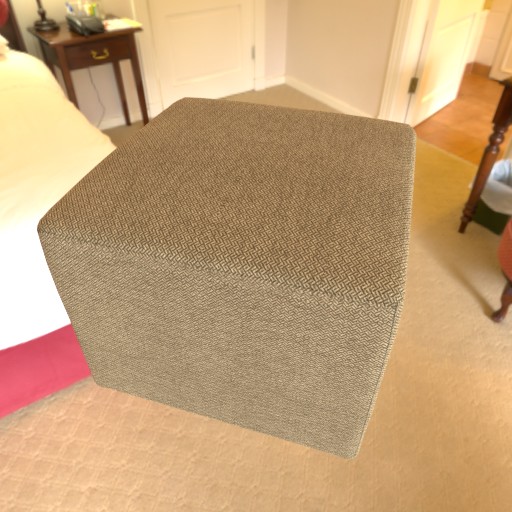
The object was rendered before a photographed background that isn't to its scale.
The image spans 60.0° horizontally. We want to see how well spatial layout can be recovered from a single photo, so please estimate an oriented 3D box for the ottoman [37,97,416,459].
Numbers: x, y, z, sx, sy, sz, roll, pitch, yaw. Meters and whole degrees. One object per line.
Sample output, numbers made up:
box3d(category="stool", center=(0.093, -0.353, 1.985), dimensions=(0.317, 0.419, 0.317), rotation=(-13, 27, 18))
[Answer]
box3d(category="ottoman", center=(0.000, 0.000, 0.866), dimensions=(0.519, 0.453, 0.512), rotation=(11, 42, 13))
